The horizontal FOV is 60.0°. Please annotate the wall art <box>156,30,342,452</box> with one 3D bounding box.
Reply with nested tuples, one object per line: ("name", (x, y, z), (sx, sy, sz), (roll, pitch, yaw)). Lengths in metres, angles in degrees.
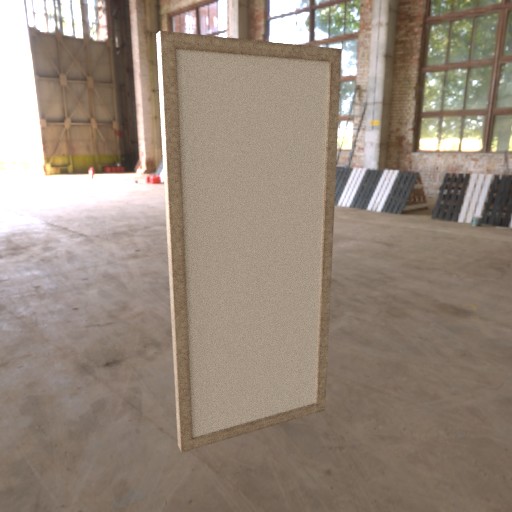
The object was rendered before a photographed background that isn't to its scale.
("wall art", (0.000, 0.000, 1.649), (0.648, 1.461, 0.051), (-7, 16, -24))
